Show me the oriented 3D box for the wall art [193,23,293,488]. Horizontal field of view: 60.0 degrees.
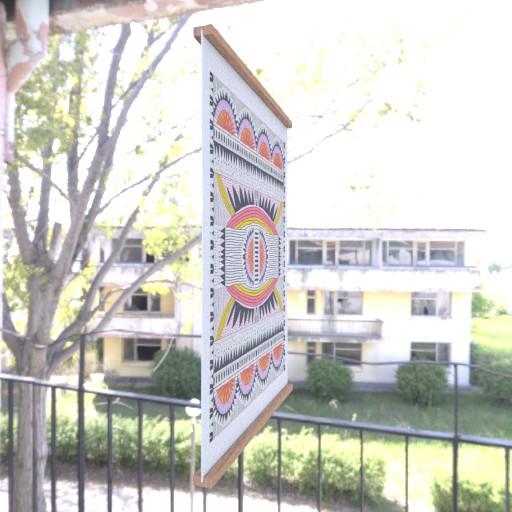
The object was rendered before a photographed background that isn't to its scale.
[{"bbox_3d":[0.000,0.000,0.800,0.028,0.609,0.456,0,0,18],"label":"wall art"}]
